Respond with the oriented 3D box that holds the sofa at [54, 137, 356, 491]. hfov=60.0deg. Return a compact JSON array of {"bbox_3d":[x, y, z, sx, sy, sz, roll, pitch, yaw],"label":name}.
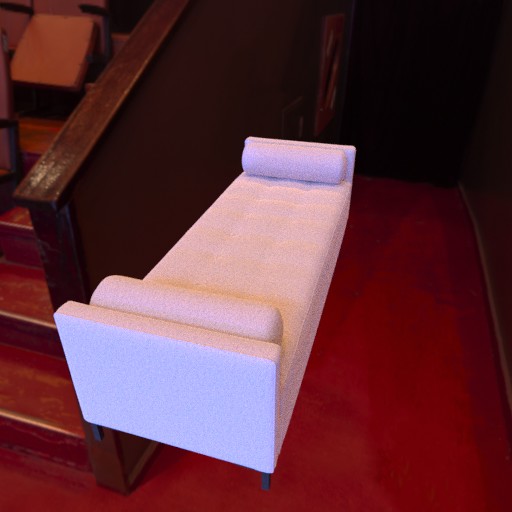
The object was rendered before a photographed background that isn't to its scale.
[{"bbox_3d":[0.000,0.000,2.241,0.746,0.641,1.985,9,32,15],"label":"sofa"}]
